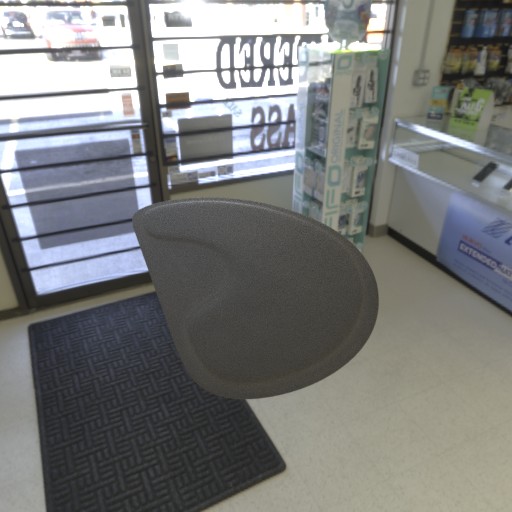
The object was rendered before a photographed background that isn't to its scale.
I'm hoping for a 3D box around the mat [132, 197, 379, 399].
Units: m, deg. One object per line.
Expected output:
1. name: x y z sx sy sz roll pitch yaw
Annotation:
1. mat: 0.000 0.000 1.930 0.913 0.013 1.524 -11 31 -19
